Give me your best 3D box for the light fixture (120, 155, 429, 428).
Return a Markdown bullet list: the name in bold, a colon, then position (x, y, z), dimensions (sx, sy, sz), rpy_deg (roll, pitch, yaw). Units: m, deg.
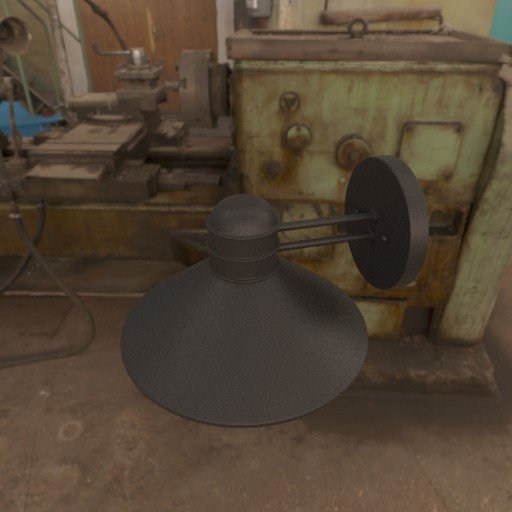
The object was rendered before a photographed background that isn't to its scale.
- **light fixture**: position (0.000, 0.000, 0.667), dimensions (0.434, 0.265, 0.396), rpy_deg (-8, 32, -13)
